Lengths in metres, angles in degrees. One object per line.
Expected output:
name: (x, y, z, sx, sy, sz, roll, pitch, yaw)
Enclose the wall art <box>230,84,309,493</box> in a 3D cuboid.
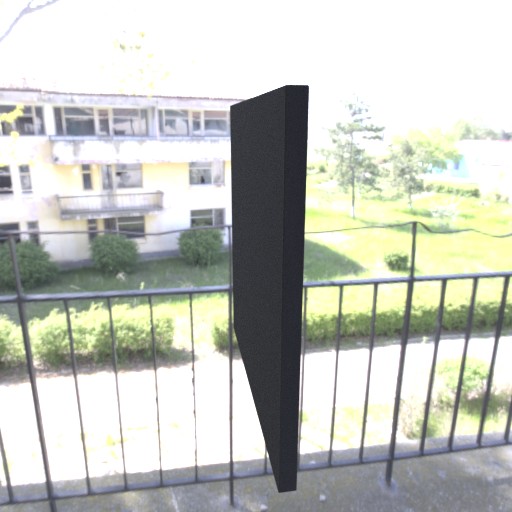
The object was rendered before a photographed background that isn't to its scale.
wall art: (0.000, 0.000, 0.453, 0.015, 0.303, 0.304, -3, 17, -9)
